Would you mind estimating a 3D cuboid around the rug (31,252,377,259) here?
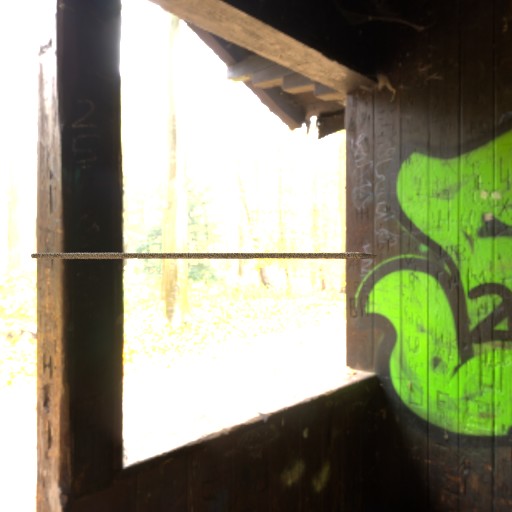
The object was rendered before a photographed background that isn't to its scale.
[{"bbox_3d":[0.000,0.000,3.479,1.778,0.030,2.743,0,0,16],"label":"rug"}]
